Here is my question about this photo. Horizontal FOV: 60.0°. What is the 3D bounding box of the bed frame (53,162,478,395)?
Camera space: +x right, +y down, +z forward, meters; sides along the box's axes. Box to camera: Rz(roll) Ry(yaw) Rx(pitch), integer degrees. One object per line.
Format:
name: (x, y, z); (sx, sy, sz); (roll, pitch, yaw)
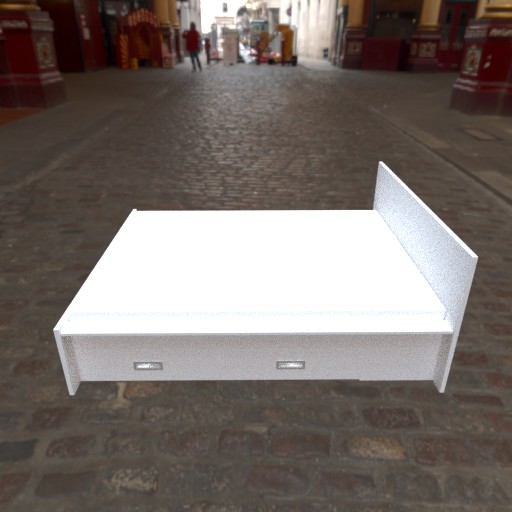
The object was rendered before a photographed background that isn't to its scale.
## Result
bed frame: (0.000, 0.000, 2.865); (1.960, 0.800, 1.622); (0, 27, 0)
